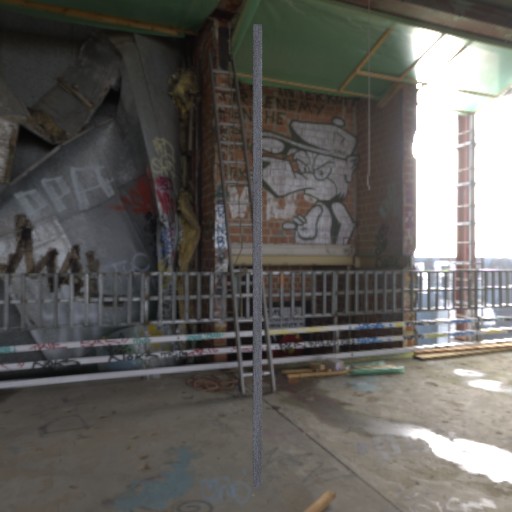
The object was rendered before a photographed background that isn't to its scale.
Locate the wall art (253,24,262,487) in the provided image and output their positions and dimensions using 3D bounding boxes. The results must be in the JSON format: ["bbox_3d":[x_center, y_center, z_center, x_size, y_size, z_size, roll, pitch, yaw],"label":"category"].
[{"bbox_3d":[0.000,0.000,1.409,0.020,1.070,0.768,0,0,-1],"label":"wall art"}]
